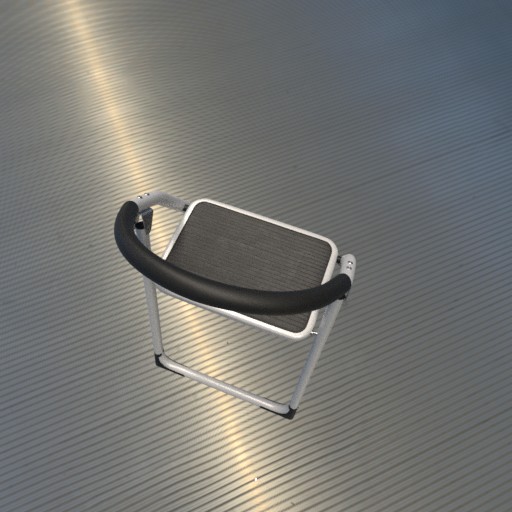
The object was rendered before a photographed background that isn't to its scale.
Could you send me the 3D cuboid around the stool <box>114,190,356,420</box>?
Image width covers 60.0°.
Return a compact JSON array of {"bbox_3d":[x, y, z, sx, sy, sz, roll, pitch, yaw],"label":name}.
[{"bbox_3d":[0.000,0.000,1.085,0.453,0.760,0.559,19,65,9],"label":"stool"}]
